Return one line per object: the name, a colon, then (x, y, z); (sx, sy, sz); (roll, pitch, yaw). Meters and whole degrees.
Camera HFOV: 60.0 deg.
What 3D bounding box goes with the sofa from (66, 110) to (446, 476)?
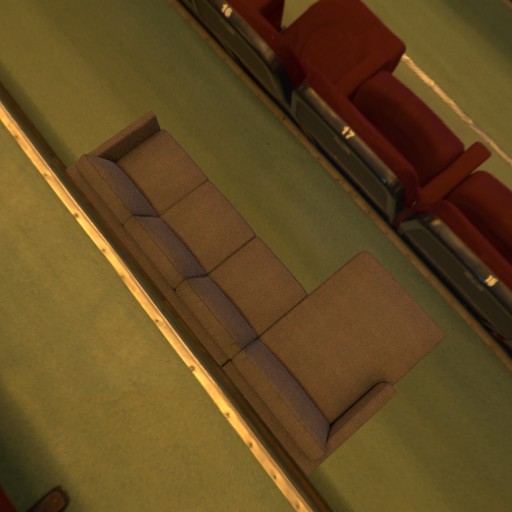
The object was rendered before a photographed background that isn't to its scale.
sofa: (0.000, 0.000, 3.920); (1.650, 0.922, 3.205); (-39, 79, -9)
